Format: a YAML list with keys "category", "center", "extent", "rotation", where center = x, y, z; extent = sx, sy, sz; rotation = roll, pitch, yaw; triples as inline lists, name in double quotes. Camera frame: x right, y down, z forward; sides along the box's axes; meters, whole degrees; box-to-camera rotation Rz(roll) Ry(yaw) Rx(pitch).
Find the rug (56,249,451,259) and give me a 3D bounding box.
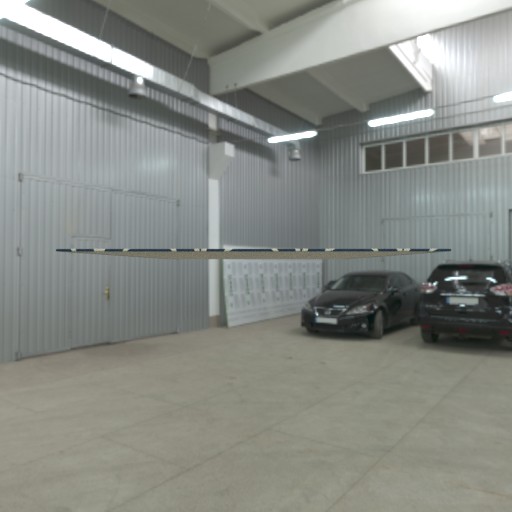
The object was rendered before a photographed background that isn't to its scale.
- category: "rug"
  center: [0.000, 0.000, 2.765]
  extent: [1.524, 0.010, 2.134]
  rotation: [0, -1, 1]
